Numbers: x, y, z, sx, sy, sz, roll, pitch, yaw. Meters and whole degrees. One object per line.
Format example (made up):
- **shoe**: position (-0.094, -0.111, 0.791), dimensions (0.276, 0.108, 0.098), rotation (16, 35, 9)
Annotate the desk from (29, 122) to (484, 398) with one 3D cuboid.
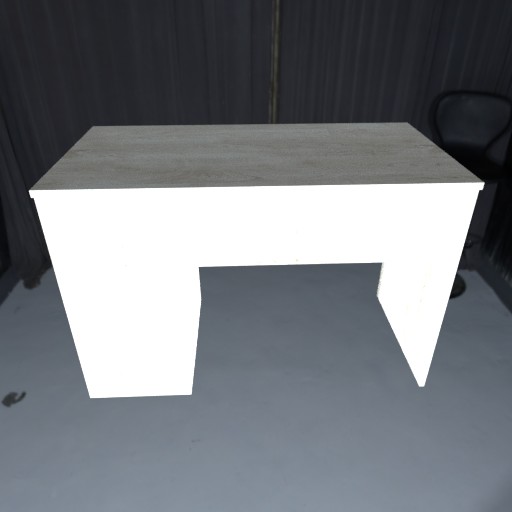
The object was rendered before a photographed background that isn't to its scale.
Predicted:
- **desk**: position (0.000, 0.000, 1.491), dimensions (1.096, 0.730, 0.560), rotation (-1, 31, -2)
